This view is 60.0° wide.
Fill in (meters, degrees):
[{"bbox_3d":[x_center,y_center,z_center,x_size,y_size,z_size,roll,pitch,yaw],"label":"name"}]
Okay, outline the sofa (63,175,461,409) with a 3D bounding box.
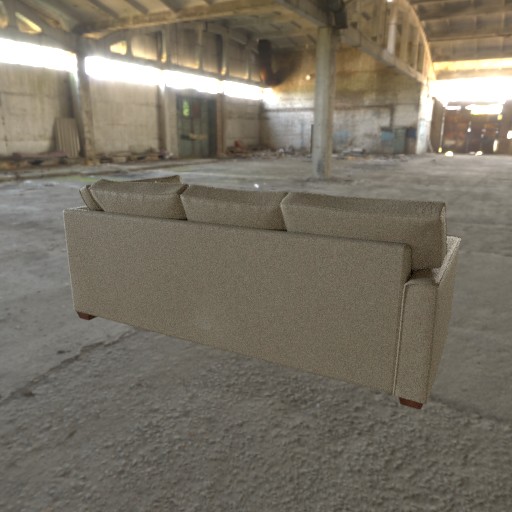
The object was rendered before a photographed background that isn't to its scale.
[{"bbox_3d":[0.000,0.000,2.850,2.317,0.962,1.061,8,17,27],"label":"sofa"}]
